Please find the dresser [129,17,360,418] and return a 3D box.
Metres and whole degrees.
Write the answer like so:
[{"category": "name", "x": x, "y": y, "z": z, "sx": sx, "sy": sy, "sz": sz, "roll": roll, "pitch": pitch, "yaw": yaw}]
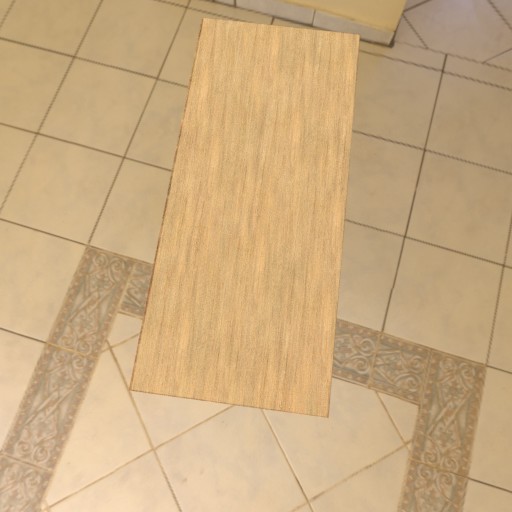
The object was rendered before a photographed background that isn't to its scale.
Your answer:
[{"category": "dresser", "x": 0.000, "y": 0.000, "z": 1.697, "sx": 0.457, "sy": 1.219, "sz": 1.016, "roll": 7, "pitch": 75, "yaw": 2}]
